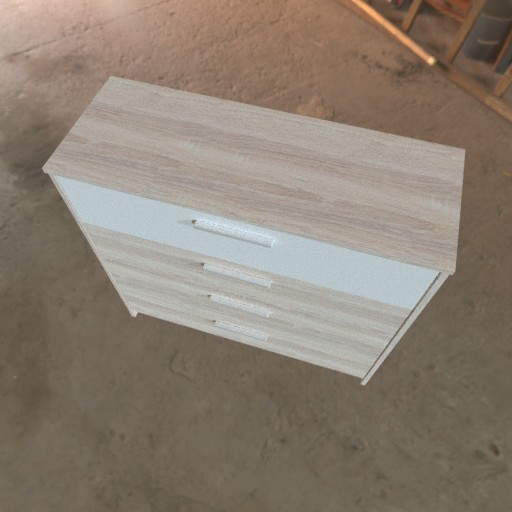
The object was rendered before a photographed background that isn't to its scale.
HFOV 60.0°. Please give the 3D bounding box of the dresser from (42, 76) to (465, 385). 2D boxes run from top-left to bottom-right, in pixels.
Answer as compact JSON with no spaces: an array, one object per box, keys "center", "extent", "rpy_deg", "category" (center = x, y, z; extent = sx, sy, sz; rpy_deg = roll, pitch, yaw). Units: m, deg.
[{"center":[0.000,0.000,1.473],"extent":[0.980,0.900,0.380],"rpy_deg":[15,60,9],"category":"dresser"}]
